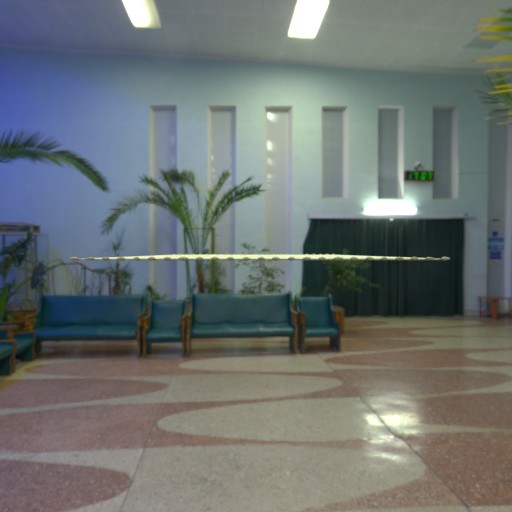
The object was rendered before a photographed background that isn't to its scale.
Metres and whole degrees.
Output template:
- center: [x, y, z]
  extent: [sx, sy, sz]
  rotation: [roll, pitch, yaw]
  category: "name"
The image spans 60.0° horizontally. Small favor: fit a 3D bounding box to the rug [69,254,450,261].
- center: [0.000, 0.000, 2.990]
  extent: [1.540, 0.018, 2.435]
  rotation: [0, 1, -1]
  category: "rug"
